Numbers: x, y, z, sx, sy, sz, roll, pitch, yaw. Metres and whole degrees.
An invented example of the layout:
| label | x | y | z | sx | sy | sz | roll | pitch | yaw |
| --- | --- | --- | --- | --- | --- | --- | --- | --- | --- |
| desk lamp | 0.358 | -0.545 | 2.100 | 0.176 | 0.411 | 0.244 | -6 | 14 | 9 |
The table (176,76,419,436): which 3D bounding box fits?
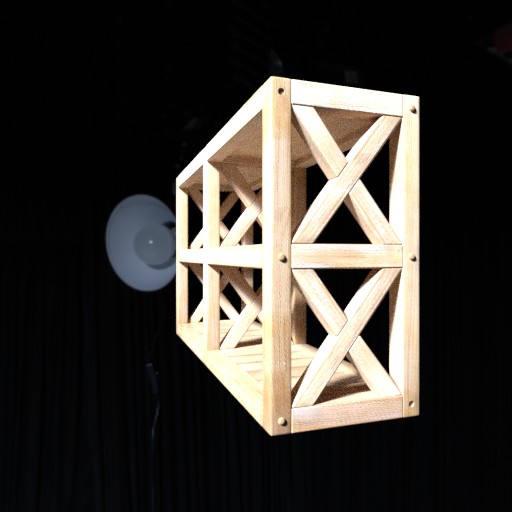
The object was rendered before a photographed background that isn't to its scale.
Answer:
| label | x | y | z | sx | sy | sz | roll | pitch | yaw |
| --- | --- | --- | --- | --- | --- | --- | --- | --- | --- |
| table | 0.000 | 0.000 | 1.614 | 0.381 | 0.762 | 1.320 | 0 | 0 | -19 |
